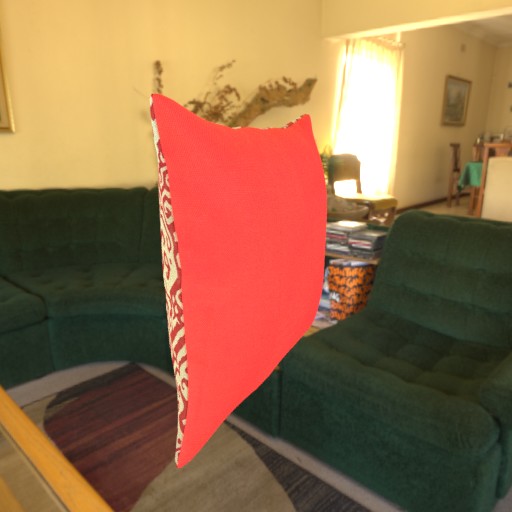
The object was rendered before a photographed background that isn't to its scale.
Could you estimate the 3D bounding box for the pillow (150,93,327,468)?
[{"bbox_3d":[0.000,0.000,0.790,0.192,0.507,0.522,7,17,25],"label":"pillow"}]
